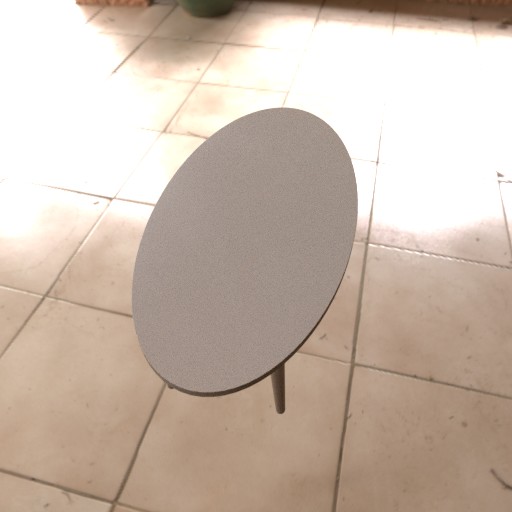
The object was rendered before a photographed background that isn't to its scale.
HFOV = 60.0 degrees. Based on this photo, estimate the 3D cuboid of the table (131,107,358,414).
[{"bbox_3d":[0.000,0.000,1.344,0.542,0.390,1.083,10,48,9],"label":"table"}]
